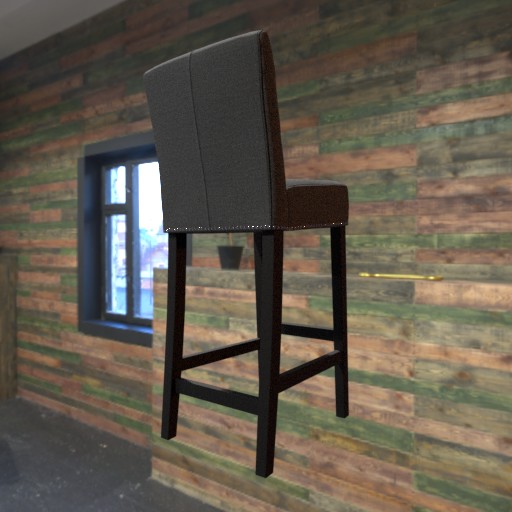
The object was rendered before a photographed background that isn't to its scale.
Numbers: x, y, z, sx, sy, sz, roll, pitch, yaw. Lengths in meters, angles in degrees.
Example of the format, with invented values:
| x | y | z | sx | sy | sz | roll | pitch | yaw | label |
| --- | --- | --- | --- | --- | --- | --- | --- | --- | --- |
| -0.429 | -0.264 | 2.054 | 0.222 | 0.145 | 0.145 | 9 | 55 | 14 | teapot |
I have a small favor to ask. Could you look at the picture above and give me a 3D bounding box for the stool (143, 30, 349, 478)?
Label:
| x | y | z | sx | sy | sz | roll | pitch | yaw | label |
| --- | --- | --- | --- | --- | --- | --- | --- | --- | --- |
| 0.000 | 0.000 | 1.322 | 0.411 | 1.047 | 0.548 | 1 | 1 | 37 | stool |
